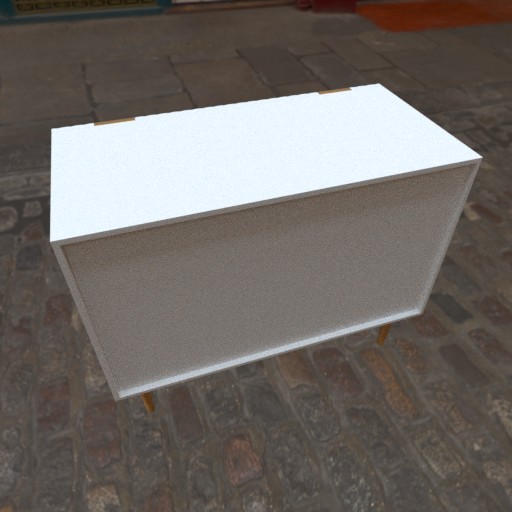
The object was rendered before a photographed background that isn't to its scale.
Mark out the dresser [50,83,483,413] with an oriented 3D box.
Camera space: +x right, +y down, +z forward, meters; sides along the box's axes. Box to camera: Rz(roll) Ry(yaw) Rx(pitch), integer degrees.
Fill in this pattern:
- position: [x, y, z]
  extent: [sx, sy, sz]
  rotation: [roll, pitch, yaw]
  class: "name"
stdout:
- position: [0.000, 0.000, 1.276]
  extent: [0.905, 0.721, 0.457]
  rotation: [-13, 44, -14]
  class: "dresser"
